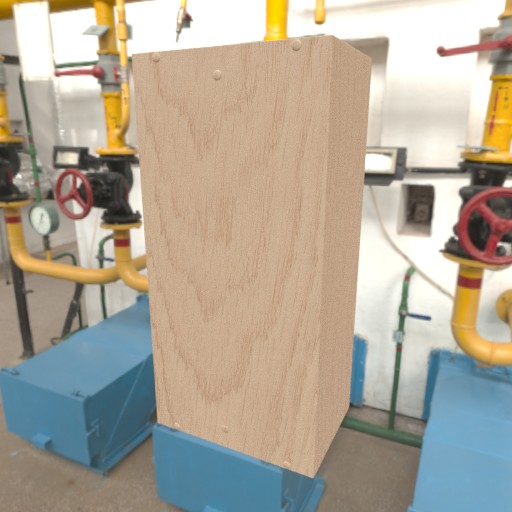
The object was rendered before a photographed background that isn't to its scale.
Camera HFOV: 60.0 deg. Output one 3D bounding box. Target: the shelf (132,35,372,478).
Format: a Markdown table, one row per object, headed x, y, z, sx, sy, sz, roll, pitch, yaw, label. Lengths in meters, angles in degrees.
| x | y | z | sx | sy | sz | roll | pitch | yaw | label |
| --- | --- | --- | --- | --- | --- | --- | --- | --- | --- |
| 0.000 | 0.000 | 0.723 | 0.290 | 0.600 | 0.200 | 8 | 18 | 26 | shelf |
